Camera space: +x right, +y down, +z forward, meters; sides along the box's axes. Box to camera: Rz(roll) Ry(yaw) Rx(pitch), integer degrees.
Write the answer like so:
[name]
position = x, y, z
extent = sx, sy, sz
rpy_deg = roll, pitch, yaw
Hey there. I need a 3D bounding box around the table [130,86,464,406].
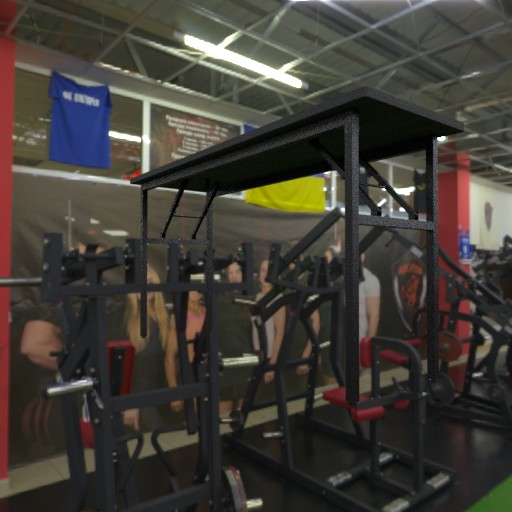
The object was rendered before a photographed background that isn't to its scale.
[table]
position = 0.000, 0.000, 1.689
extent = 0.449, 0.750, 1.399
rpy_deg = 1, -1, -38
